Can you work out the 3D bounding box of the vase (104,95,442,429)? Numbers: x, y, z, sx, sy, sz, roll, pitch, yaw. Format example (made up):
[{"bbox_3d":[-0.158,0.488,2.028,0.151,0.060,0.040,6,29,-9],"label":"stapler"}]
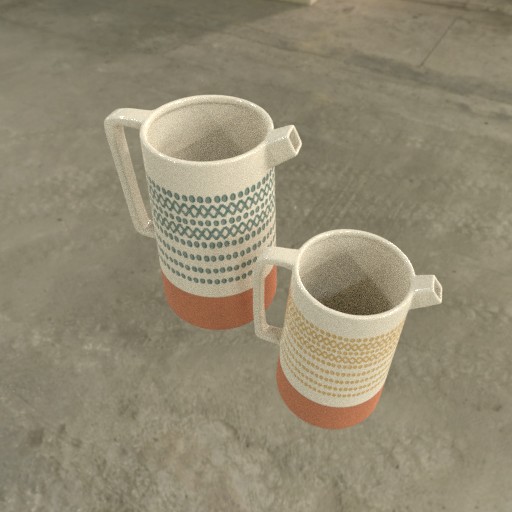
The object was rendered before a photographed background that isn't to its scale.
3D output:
[{"bbox_3d":[0.000,0.000,0.452,0.168,0.247,0.326,-24,51,-21],"label":"vase"}]
